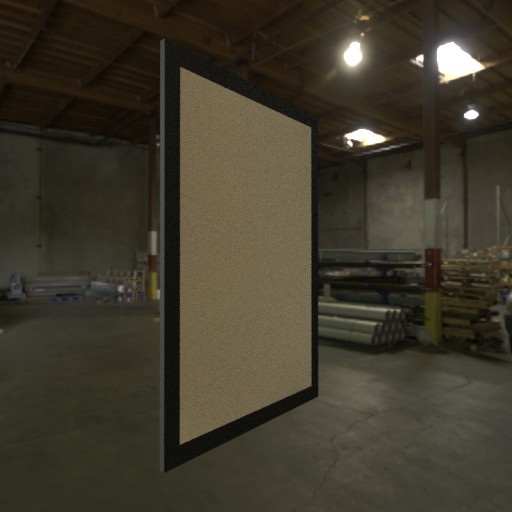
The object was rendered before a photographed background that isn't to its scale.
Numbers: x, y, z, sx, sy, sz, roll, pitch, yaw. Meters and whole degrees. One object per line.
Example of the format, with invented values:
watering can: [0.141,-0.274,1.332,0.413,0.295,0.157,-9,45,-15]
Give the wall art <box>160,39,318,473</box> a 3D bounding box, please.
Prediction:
wall art: [0.000,0.000,0.693,0.008,0.530,0.379,0,-1,37]
